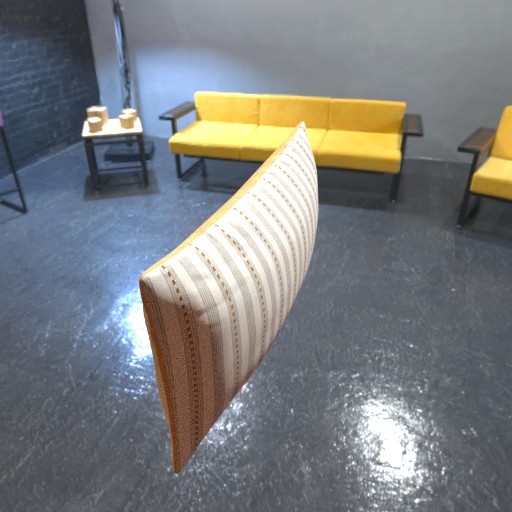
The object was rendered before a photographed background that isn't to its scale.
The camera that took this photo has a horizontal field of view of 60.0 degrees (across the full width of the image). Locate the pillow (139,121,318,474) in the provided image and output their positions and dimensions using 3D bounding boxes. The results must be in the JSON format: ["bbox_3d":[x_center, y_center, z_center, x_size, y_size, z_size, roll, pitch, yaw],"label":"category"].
[{"bbox_3d":[0.000,0.000,0.720,0.151,0.291,0.608,10,32,16],"label":"pillow"}]
